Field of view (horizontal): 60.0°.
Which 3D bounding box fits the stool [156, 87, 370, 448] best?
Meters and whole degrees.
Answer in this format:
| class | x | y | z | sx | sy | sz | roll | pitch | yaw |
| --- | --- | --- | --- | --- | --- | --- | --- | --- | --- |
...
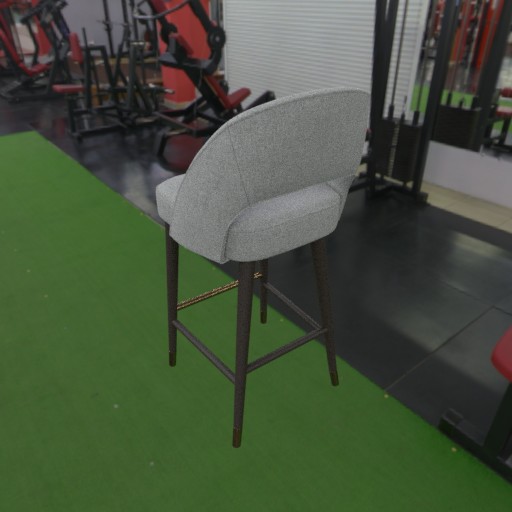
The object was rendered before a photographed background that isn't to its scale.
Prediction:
| class | x | y | z | sx | sy | sz | roll | pitch | yaw |
| --- | --- | --- | --- | --- | --- | --- | --- | --- | --- |
| stool | 0.000 | 0.000 | 1.353 | 0.494 | 1.037 | 0.509 | -20 | 36 | -30 |
